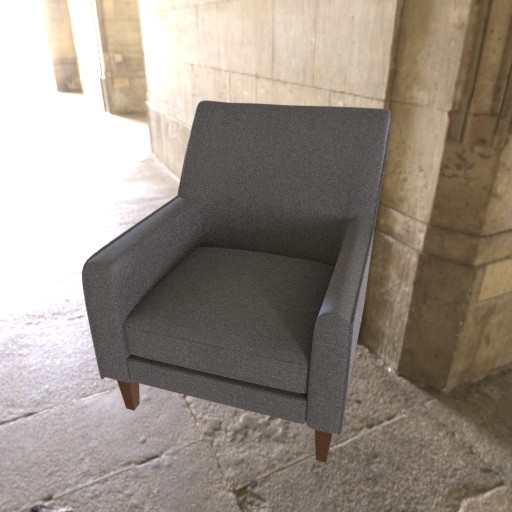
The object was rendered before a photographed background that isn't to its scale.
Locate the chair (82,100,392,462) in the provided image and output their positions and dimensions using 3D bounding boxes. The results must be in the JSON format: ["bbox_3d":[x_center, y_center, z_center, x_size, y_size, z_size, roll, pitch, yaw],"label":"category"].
[{"bbox_3d":[0.000,0.000,1.567,0.780,0.919,0.899,8,28,16],"label":"chair"}]
